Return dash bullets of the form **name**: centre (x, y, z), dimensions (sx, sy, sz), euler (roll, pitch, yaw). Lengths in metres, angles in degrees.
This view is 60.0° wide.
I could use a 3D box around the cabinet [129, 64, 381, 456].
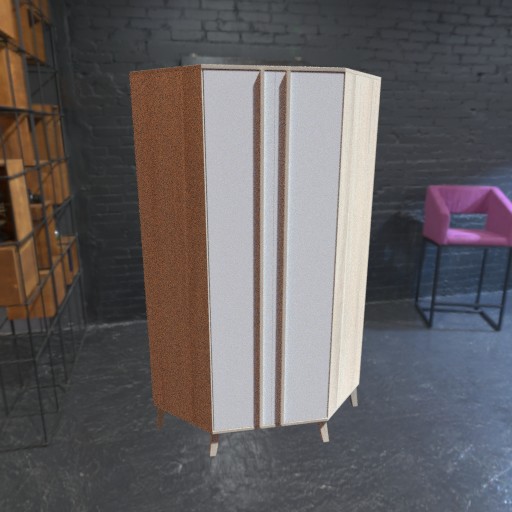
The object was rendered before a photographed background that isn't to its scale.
- **cabinet**: centre (0.000, 0.000, 2.615), dimensions (1.272, 1.957, 0.969), euler (-3, 16, -10)
